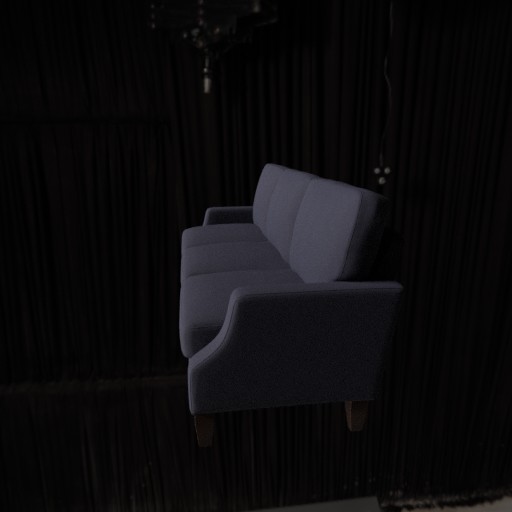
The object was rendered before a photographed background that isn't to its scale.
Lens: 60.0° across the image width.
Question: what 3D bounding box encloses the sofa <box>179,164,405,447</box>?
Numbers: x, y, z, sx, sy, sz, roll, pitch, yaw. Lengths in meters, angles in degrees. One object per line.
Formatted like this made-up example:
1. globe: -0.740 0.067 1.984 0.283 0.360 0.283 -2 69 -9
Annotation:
1. sofa: 0.000 0.000 2.640 0.888 0.984 2.115 -2 15 -9
